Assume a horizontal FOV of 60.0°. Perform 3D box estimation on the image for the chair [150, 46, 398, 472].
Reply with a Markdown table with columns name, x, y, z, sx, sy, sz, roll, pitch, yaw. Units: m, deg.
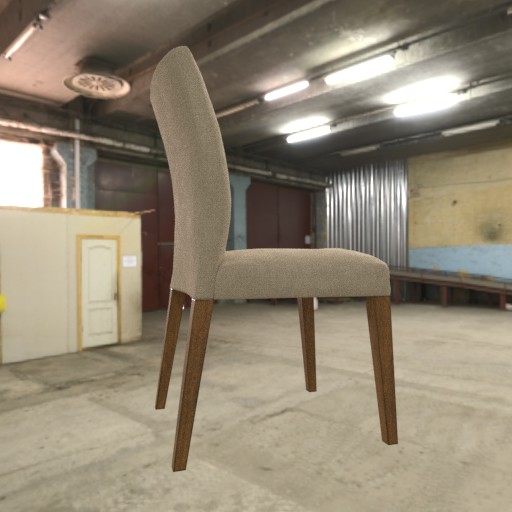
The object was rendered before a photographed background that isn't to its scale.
| name | x | y | z | sx | sy | sz | roll | pitch | yaw |
| --- | --- | --- | --- | --- | --- | --- | --- | --- | --- |
| chair | 0.000 | 0.000 | 1.257 | 0.585 | 0.940 | 0.496 | 0 | -1 | -18 |
